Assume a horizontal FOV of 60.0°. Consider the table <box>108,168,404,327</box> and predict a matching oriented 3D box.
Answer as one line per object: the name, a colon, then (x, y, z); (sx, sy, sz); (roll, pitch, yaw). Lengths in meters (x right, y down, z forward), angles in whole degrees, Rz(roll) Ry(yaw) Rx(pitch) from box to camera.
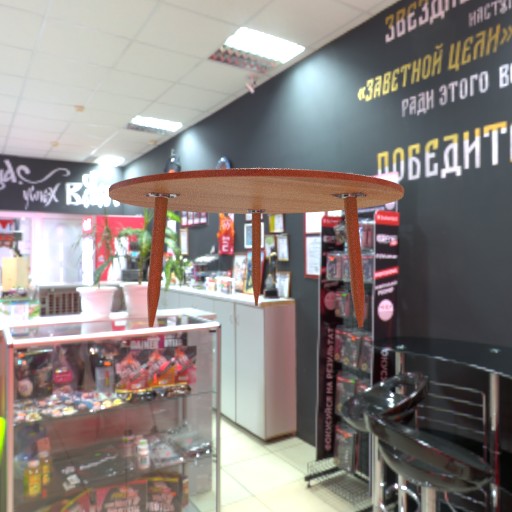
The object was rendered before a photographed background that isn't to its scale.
table: (0.000, 0.000, 1.422); (0.900, 0.400, 0.900); (0, 0, 0)
